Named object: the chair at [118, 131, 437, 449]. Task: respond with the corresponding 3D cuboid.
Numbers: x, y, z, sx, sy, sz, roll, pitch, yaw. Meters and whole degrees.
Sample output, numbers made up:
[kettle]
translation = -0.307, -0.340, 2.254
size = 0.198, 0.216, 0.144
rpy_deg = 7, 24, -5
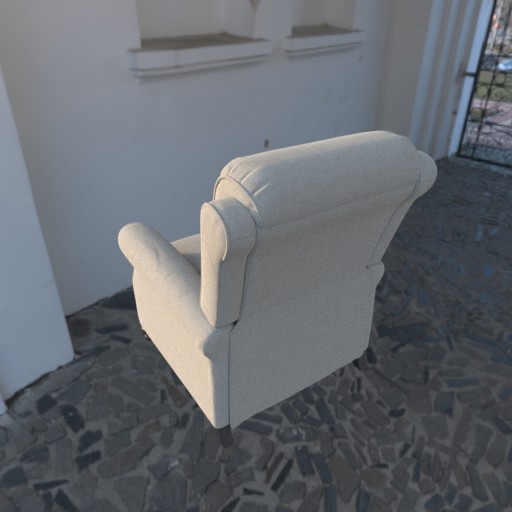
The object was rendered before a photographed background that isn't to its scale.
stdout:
[chair]
translation = 0.000, 0.000, 1.742
size = 0.859, 1.046, 0.919
rpy_deg = -19, 35, -29
